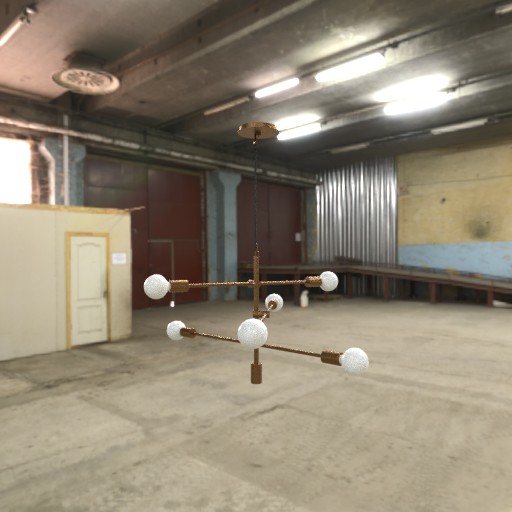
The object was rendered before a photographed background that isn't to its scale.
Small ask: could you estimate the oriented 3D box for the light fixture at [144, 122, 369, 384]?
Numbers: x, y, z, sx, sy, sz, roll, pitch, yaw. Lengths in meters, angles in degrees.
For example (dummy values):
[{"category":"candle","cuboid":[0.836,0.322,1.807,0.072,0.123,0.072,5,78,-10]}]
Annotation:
[{"category":"light fixture","cuboid":[0.000,0.000,1.290,0.637,0.744,0.682,0,0,-19]}]
